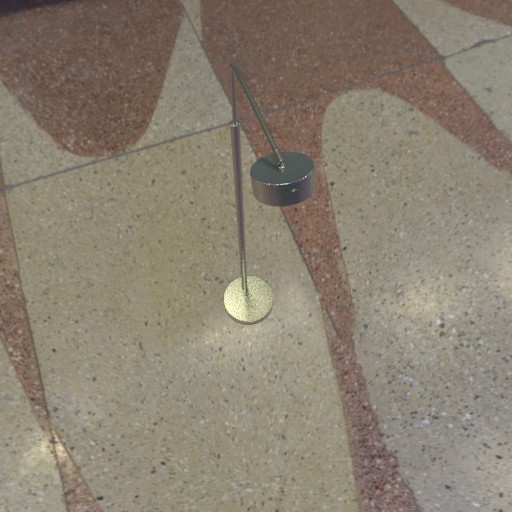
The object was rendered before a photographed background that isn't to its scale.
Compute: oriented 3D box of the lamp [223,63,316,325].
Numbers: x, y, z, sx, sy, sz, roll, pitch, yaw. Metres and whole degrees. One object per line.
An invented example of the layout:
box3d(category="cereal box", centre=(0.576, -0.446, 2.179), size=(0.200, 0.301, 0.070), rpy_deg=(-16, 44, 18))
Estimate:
box3d(category="lamp", centre=(0.000, 0.000, 1.401), size=(0.222, 1.250, 0.421), rpy_deg=(-17, 64, -9))
